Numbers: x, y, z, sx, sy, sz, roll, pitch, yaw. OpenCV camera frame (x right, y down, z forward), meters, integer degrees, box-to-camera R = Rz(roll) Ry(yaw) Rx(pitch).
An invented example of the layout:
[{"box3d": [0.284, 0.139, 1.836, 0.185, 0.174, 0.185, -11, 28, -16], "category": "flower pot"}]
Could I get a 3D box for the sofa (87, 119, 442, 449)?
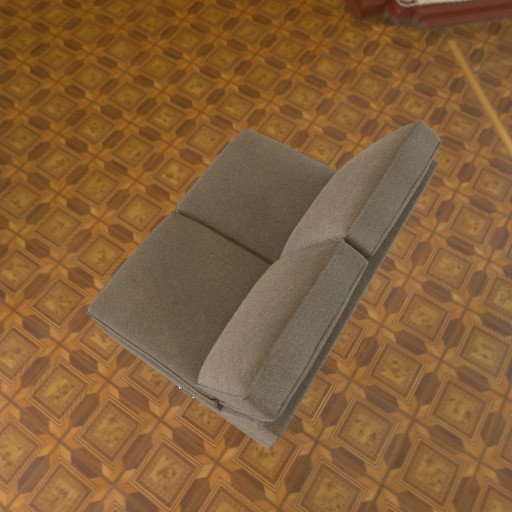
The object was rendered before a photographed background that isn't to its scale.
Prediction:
[{"box3d": [0.000, 0.000, 1.942, 0.951, 1.008, 1.237, 30, 68, 14], "category": "sofa"}]
